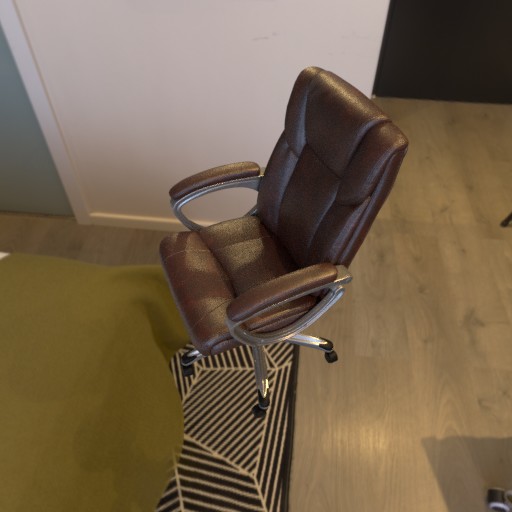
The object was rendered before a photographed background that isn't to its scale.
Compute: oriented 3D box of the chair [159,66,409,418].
[{"bbox_3d":[0.000,0.000,1.586,0.692,1.128,0.656,-17,49,-16],"label":"chair"}]
